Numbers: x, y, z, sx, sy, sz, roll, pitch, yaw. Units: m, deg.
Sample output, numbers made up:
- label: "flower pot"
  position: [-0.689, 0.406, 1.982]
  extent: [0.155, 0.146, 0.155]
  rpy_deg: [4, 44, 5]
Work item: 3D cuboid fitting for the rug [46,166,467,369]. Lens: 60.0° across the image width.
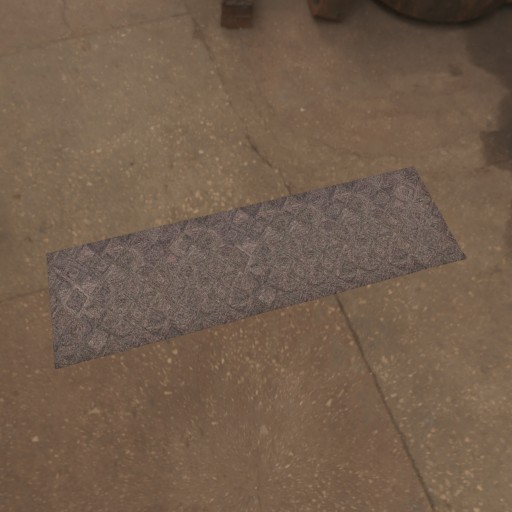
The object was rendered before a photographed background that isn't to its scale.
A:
- label: "rug"
  position: [0.000, 0.000, 2.523]
  extent: [2.296, 0.011, 0.691]
  rpy_deg: [-14, 63, -7]
